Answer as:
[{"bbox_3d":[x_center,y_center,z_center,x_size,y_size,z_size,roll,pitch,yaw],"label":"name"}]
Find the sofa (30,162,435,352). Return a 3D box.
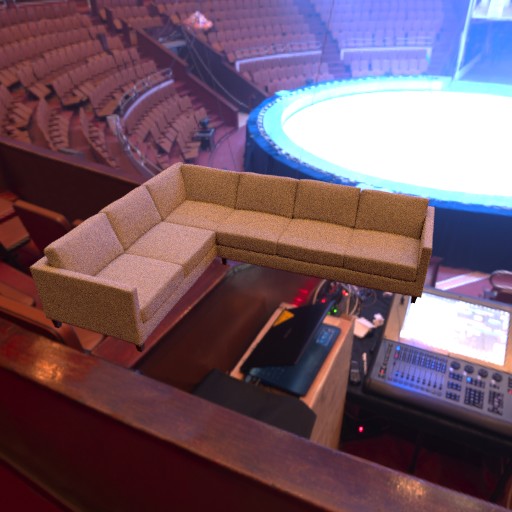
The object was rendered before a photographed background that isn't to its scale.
[{"bbox_3d":[0.000,0.000,4.342,3.182,0.863,2.432,11,34,17],"label":"sofa"}]
